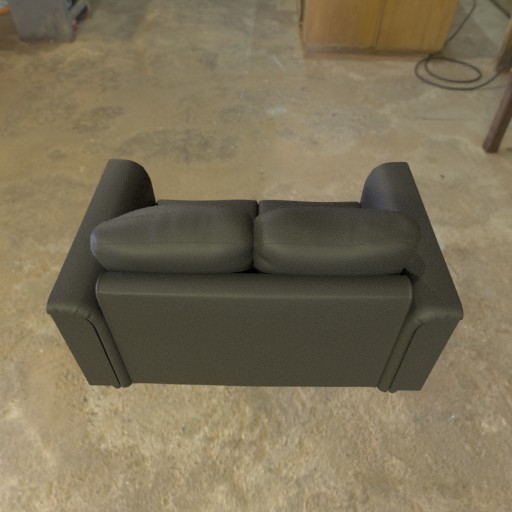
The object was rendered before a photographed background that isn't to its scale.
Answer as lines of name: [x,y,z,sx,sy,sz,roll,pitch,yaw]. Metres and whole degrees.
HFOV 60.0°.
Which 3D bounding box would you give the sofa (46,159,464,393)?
sofa: [0.000,0.000,1.894,1.386,0.845,0.887,1,46,1]
